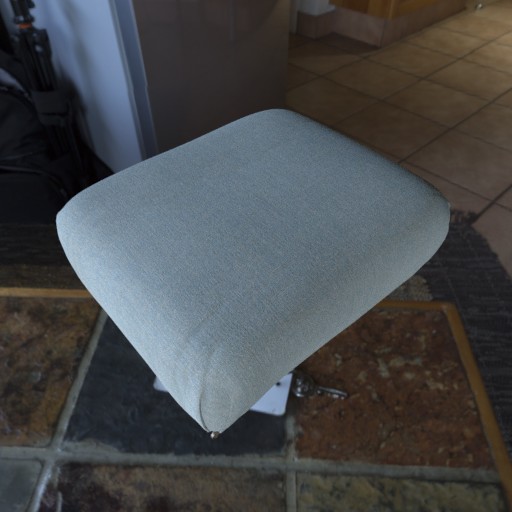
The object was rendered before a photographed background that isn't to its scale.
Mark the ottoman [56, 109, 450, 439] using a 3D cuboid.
[{"bbox_3d":[0.000,0.000,1.103,0.747,0.450,0.622,-32,54,-27],"label":"ottoman"}]
